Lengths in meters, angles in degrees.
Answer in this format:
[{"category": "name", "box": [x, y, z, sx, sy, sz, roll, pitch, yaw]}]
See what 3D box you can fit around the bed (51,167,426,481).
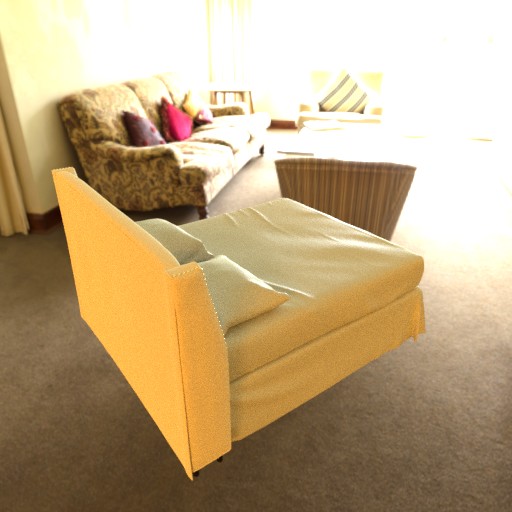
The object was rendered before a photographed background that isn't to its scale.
[{"category": "bed", "box": [0.000, 0.000, 3.377, 2.276, 1.332, 1.925, -19, 33, -32]}]
